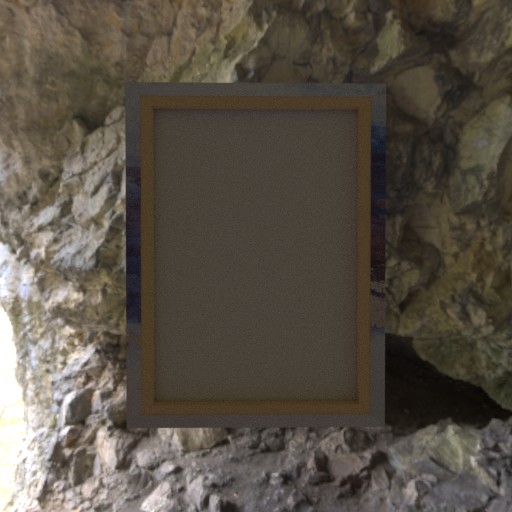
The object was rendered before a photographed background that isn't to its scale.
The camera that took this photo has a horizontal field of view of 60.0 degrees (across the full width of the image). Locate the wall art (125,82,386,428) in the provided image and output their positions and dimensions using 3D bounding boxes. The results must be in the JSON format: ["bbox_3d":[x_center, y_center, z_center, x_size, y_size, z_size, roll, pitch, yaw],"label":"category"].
[{"bbox_3d":[0.000,0.000,0.764,0.437,0.581,0.036,0,1,-1],"label":"wall art"}]
